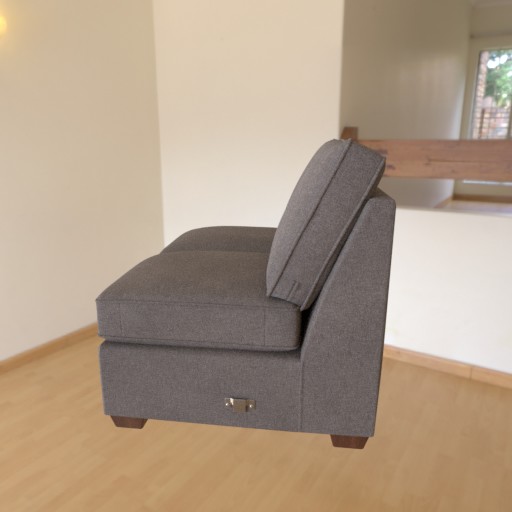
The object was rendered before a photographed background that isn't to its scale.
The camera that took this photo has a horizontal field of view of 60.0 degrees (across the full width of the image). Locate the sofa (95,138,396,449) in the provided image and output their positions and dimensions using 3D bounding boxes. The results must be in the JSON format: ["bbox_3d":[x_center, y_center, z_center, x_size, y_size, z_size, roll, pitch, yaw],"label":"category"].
[{"bbox_3d":[0.000,0.000,1.962,0.951,1.008,1.237,2,15,7],"label":"sofa"}]
